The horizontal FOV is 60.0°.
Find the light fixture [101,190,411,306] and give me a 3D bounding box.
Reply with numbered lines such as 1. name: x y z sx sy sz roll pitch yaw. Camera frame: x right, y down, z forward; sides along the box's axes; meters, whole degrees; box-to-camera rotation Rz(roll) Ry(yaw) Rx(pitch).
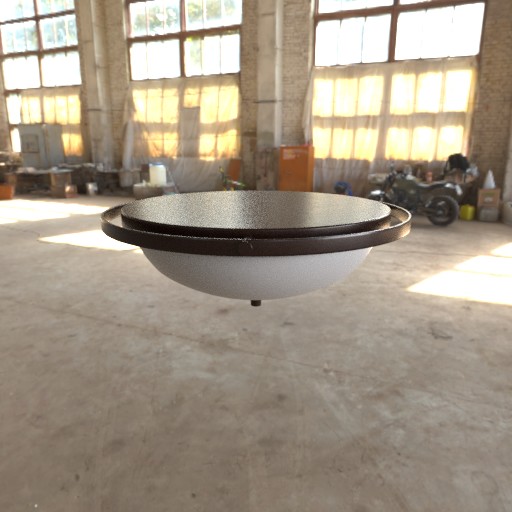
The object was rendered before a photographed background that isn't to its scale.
1. light fixture: 0.000 0.000 0.558 0.361 0.130 0.361 0 14 0
